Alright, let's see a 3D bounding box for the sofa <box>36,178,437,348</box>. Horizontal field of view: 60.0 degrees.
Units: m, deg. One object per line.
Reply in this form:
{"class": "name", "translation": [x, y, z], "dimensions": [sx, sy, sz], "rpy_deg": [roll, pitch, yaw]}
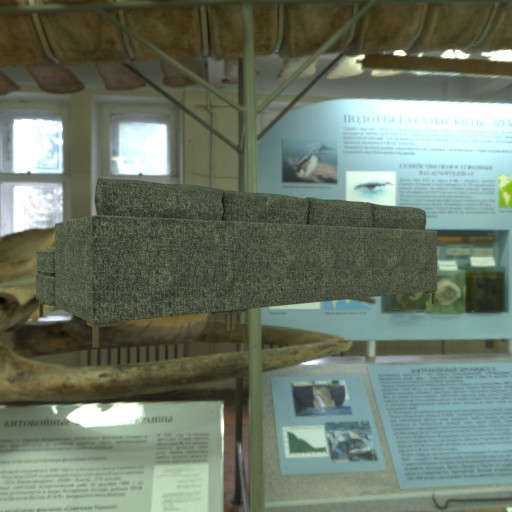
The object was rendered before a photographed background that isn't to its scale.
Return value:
{"class": "sofa", "translation": [0.000, 0.000, 3.994], "dimensions": [3.384, 0.970, 1.488], "rpy_deg": [-1, 1, -36]}
